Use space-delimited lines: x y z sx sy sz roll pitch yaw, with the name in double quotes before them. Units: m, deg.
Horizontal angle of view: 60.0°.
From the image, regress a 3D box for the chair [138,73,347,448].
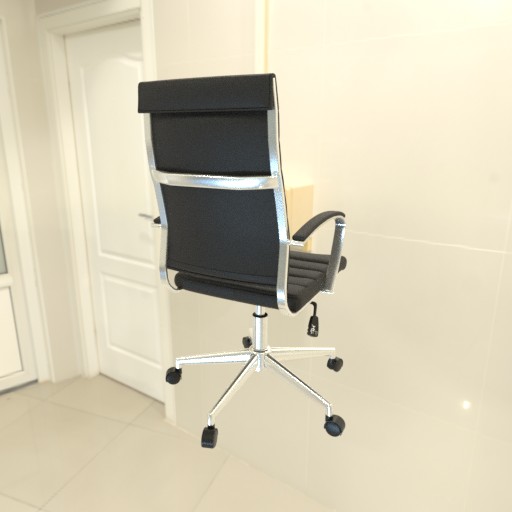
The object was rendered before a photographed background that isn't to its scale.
"chair" 0.000 0.000 1.609 0.766 1.149 0.739 8 18 27
